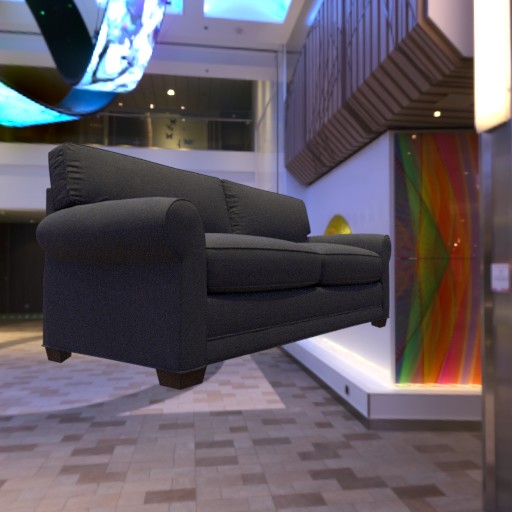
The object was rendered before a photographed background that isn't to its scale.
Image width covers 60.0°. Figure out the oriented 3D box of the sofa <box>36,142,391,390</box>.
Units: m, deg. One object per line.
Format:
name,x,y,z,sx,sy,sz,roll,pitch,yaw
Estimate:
sofa,0.000,0.000,2.727,0.954,1.026,2.391,-1,-2,36
